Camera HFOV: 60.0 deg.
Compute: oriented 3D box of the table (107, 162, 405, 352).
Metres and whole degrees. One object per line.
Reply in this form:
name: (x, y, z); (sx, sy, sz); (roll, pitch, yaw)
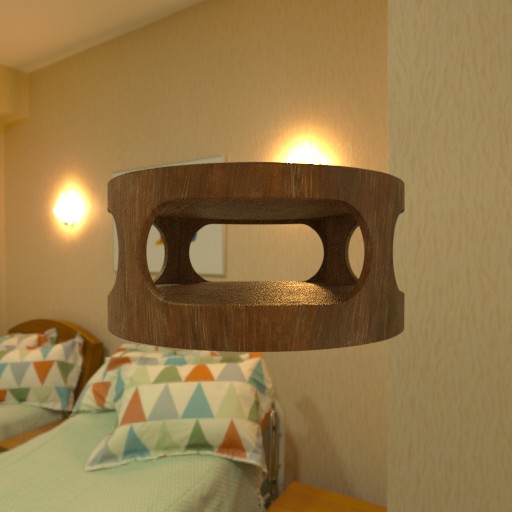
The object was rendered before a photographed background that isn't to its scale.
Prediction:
table: (0.000, 0.000, 1.534); (0.974, 0.450, 0.974); (0, 0, 0)
